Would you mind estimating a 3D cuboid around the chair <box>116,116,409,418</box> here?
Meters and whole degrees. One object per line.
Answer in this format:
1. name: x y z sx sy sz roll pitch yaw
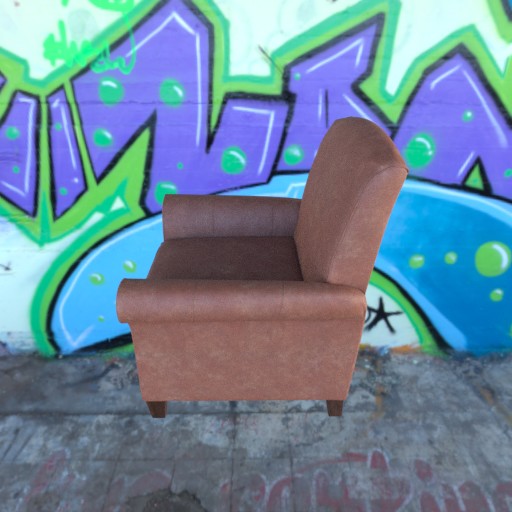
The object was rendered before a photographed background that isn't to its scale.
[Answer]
1. chair: 0.000 0.000 1.815 0.902 1.061 0.978 0 27 -1
